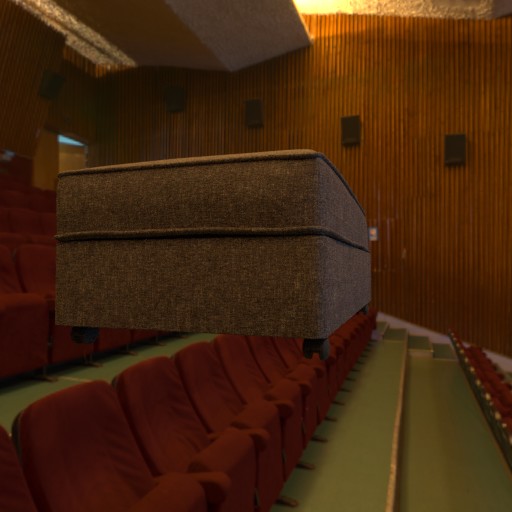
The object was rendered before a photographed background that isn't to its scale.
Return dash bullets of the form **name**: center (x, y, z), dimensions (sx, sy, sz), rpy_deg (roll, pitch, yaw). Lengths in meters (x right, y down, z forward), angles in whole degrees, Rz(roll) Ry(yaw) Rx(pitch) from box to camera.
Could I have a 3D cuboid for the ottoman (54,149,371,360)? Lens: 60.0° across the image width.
- **ottoman**: center (0.000, 0.000, 1.557), dimensions (0.717, 0.487, 1.184), rpy_deg (-1, -2, 19)
